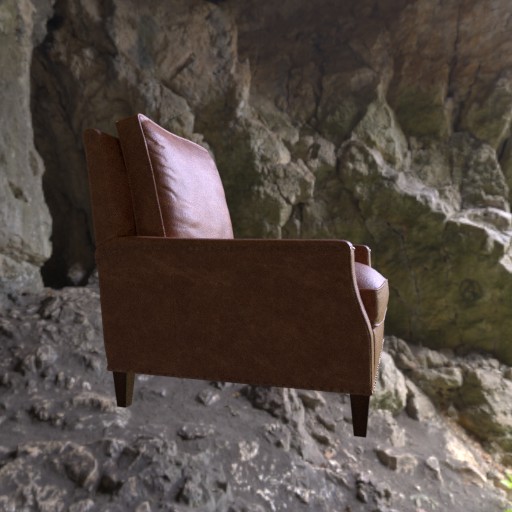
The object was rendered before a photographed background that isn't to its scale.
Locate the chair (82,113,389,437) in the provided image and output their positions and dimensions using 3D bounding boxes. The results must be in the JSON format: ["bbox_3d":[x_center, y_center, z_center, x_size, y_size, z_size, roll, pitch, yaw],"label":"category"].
[{"bbox_3d":[0.000,0.000,1.812,1.035,1.054,0.854,0,0,18],"label":"chair"}]
